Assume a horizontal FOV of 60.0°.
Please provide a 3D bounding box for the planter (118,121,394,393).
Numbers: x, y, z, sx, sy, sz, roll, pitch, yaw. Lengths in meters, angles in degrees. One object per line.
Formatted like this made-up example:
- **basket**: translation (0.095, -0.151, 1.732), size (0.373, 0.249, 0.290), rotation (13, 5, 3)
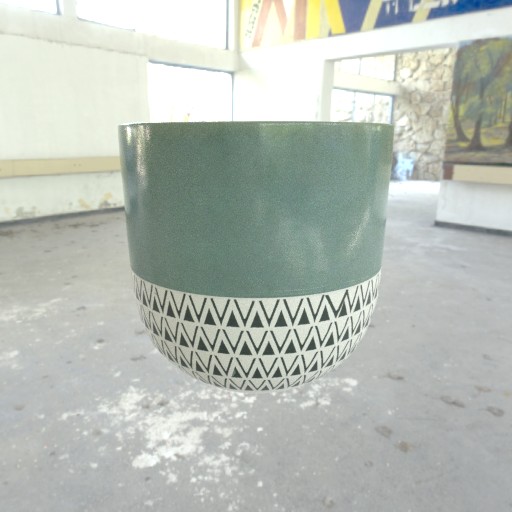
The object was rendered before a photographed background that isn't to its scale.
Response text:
- **planter**: translation (0.000, 0.000, 0.479), size (0.266, 0.270, 0.266), rotation (0, 15, 0)
